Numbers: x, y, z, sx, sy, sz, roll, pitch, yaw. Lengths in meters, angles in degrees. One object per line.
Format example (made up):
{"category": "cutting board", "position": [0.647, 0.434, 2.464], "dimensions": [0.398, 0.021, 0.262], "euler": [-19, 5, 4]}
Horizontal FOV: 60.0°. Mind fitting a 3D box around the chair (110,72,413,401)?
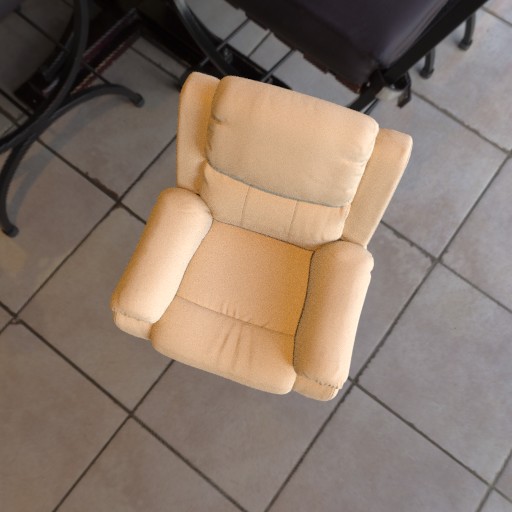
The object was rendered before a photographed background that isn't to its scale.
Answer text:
{"category": "chair", "position": [0.000, 0.000, 1.290], "dimensions": [0.680, 0.702, 0.709], "euler": [18, 76, 5]}
